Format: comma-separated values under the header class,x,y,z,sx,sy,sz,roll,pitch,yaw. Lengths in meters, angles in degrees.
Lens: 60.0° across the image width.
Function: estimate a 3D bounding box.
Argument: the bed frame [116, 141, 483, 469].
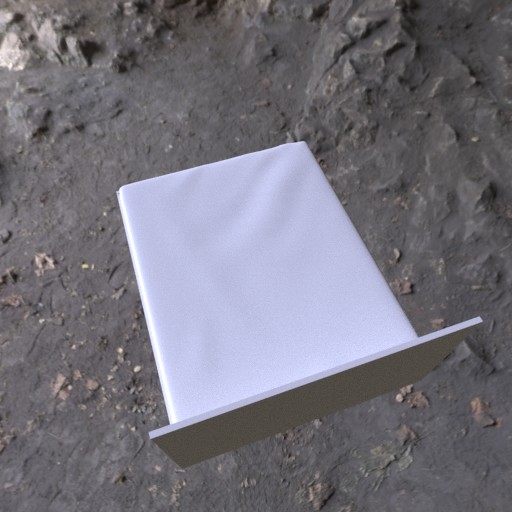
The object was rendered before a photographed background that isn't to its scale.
class,x,y,z,sx,sy,sz,roll,pitch,yaw
bed frame,0.000,0.000,3.053,1.711,1.001,2.100,-16,59,-10
